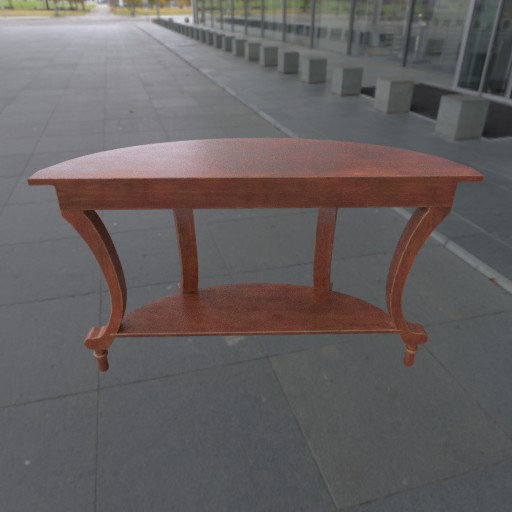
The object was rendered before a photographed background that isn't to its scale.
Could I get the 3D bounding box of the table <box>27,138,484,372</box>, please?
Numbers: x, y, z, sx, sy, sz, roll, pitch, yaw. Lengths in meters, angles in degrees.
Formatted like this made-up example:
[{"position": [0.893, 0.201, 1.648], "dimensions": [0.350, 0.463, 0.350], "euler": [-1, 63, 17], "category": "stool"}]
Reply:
[{"position": [0.000, 0.000, 1.505], "dimensions": [1.198, 0.699, 0.394], "euler": [-1, 30, -1], "category": "table"}]
